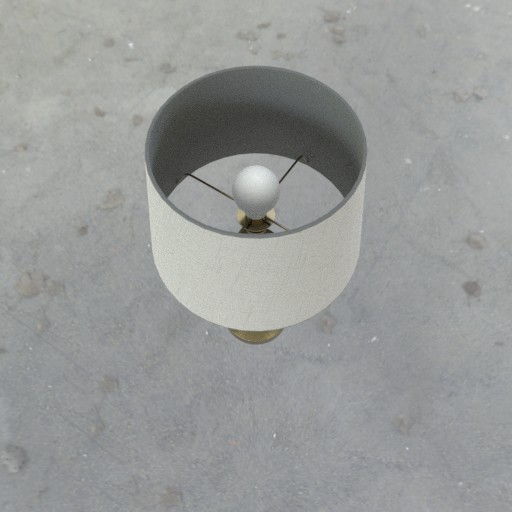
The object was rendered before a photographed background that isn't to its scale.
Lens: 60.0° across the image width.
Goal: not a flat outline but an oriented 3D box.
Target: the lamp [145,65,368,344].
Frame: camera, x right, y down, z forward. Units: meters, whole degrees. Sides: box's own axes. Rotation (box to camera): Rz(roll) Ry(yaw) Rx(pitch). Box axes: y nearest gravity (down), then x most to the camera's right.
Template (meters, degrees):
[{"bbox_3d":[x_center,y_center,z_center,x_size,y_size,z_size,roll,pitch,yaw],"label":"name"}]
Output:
[{"bbox_3d":[0.000,0.000,0.730,0.309,0.545,0.309,0,62,0],"label":"lamp"}]
